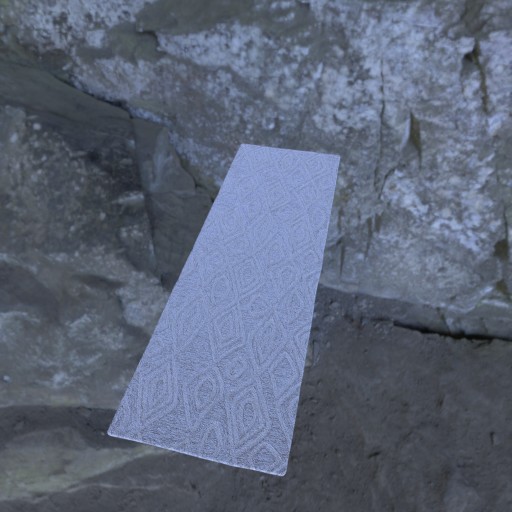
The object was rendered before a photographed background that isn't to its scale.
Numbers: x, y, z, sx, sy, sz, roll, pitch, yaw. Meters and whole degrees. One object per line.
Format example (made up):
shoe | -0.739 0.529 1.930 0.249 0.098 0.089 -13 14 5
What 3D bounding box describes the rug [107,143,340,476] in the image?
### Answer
rug | 0.000 0.000 2.714 0.807 0.013 2.436 9 47 9
